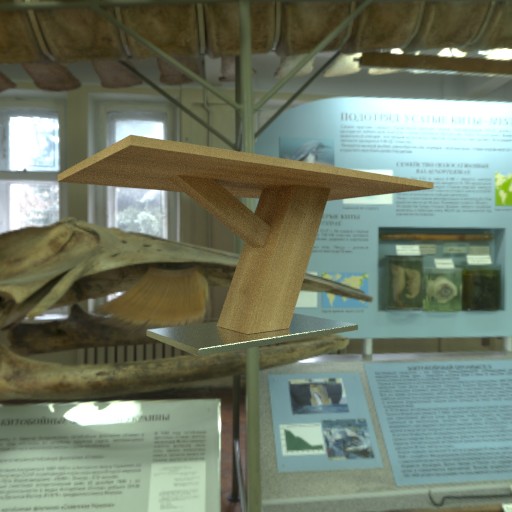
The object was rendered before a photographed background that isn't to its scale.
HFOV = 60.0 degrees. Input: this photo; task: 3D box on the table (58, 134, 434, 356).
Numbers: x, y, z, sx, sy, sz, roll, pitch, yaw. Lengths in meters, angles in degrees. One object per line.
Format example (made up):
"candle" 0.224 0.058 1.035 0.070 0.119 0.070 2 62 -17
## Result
"table" 0.000 0.000 2.158 1.600 0.750 0.900 -1 1 -37
